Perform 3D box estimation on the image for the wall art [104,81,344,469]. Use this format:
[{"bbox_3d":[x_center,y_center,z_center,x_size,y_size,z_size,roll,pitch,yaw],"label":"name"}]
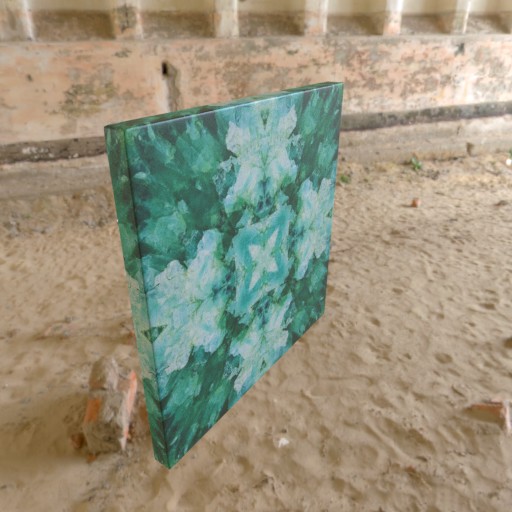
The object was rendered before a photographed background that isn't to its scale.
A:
[{"bbox_3d":[0.000,0.000,0.747,0.038,0.508,0.507,18,32,31],"label":"wall art"}]
